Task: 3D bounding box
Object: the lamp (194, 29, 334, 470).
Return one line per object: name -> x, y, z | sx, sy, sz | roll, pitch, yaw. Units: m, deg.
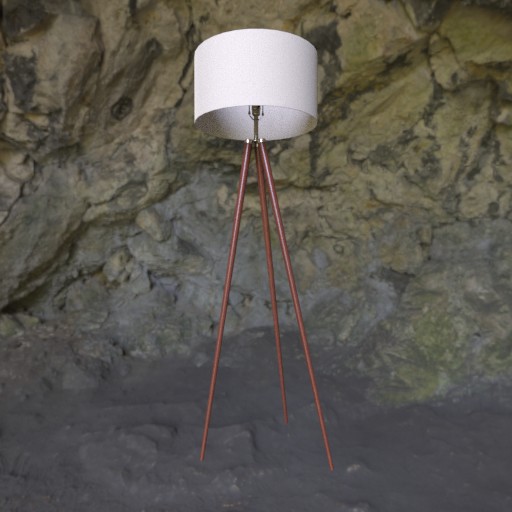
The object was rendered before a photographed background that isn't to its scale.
lamp -> 0.000, 0.000, 1.758 | 0.483, 1.553, 0.483 | 0, 1, -17
